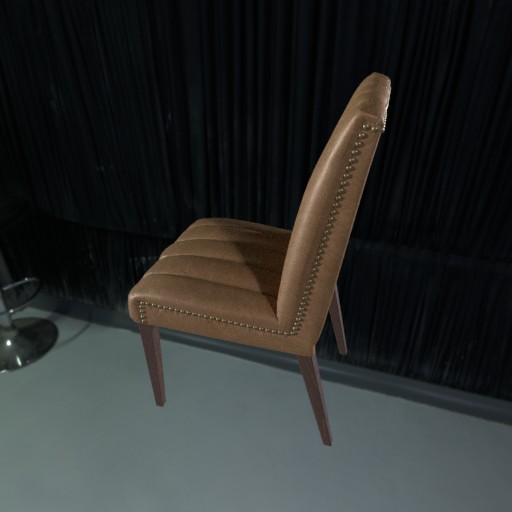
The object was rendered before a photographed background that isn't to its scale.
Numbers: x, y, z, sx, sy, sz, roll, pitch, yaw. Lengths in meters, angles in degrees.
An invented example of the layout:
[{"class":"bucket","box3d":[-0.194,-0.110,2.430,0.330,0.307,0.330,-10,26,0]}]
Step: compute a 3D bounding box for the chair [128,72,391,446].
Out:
[{"class":"chair","box3d":[0.000,0.000,1.356,0.647,1.016,0.511,8,32,14]}]
